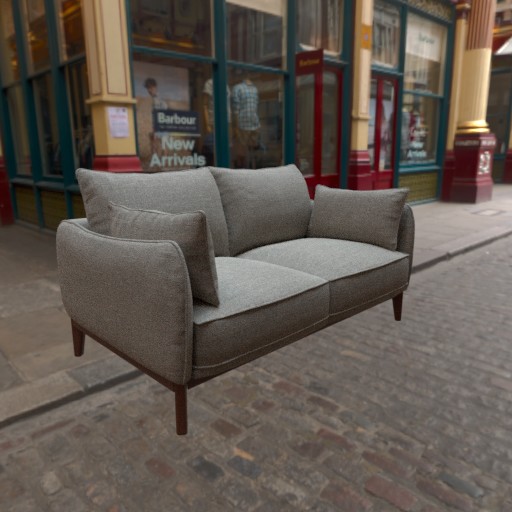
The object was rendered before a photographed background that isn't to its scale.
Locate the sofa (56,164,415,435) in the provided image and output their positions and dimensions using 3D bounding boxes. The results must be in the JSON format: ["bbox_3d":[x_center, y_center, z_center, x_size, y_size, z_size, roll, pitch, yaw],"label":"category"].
[{"bbox_3d":[0.000,0.000,2.154,1.580,0.851,0.972,-13,18,-43],"label":"sofa"}]
